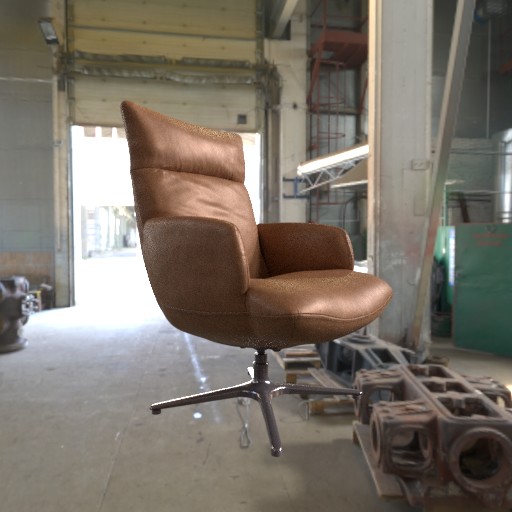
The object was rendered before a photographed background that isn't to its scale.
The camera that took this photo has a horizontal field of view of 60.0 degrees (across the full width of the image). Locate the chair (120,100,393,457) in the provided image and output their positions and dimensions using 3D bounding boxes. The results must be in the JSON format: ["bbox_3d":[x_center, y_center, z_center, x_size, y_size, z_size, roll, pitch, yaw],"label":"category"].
[{"bbox_3d":[0.000,0.000,1.519,0.794,1.027,0.711,2,3,36],"label":"chair"}]
